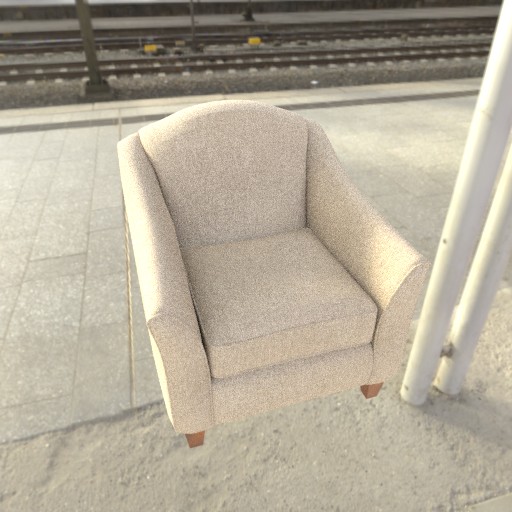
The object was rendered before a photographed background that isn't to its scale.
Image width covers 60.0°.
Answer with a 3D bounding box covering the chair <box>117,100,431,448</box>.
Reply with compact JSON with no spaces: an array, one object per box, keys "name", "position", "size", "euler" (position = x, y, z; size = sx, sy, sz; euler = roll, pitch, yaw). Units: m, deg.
[{"name":"chair","position":[0.000,0.000,1.461],"size":[0.763,0.839,0.787],"euler":[-10,34,-15]}]
